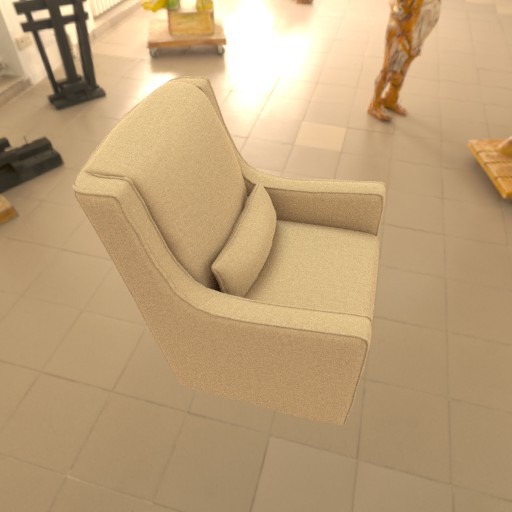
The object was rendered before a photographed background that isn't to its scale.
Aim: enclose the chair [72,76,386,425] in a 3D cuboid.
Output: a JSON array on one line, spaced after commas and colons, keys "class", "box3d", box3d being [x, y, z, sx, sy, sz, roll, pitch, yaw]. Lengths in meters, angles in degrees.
[{"class": "chair", "box3d": [0.000, 0.000, 1.592, 0.879, 0.993, 0.732, 11, 47, 10]}]
